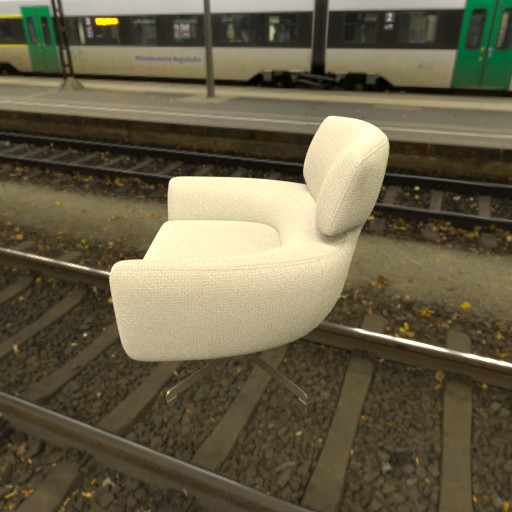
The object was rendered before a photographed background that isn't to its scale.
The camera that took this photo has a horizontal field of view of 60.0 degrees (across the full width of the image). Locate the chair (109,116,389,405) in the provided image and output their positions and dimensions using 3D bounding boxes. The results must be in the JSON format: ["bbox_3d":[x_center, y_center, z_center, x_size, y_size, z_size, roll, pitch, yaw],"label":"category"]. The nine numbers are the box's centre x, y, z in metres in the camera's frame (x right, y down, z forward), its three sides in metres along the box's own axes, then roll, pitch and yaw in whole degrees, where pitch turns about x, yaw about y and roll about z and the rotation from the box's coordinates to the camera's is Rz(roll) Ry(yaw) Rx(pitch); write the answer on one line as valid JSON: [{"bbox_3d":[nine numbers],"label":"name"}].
[{"bbox_3d":[0.000,0.000,1.421,0.730,0.810,0.760,1,27,1],"label":"chair"}]
